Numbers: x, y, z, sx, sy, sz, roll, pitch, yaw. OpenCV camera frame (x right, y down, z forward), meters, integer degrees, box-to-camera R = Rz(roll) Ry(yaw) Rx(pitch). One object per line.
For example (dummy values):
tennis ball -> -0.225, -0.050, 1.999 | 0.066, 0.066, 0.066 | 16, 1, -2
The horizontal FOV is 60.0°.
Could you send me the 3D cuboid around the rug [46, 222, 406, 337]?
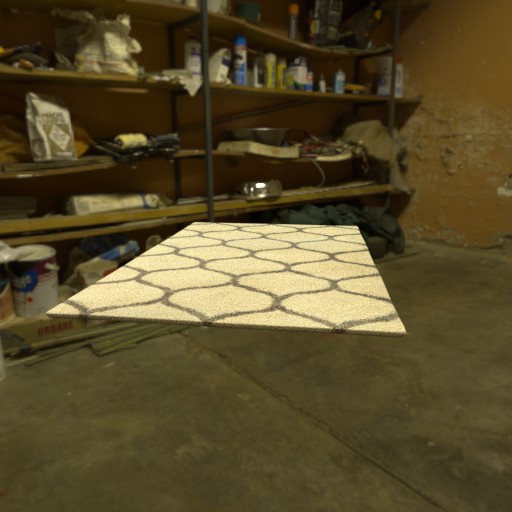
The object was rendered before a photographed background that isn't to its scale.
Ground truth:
rug -> 0.000, 0.000, 2.921 | 1.501, 0.024, 2.348 | 2, 14, 8
